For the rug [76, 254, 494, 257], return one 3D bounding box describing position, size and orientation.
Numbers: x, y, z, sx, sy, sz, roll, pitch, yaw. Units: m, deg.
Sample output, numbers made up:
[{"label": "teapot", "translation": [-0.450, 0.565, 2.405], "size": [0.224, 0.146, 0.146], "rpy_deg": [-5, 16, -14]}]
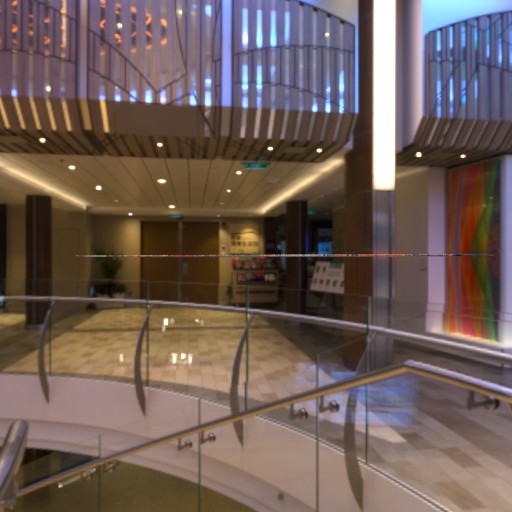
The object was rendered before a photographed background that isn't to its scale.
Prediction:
[{"label": "rug", "translation": [0.000, 0.000, 2.582], "size": [2.362, 0.008, 0.832], "rpy_deg": [0, 0, 36]}]
